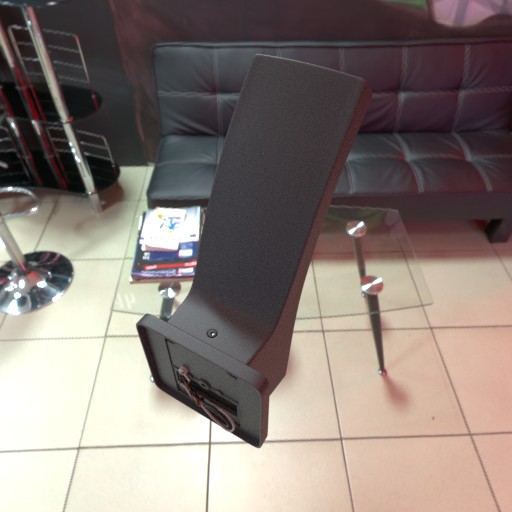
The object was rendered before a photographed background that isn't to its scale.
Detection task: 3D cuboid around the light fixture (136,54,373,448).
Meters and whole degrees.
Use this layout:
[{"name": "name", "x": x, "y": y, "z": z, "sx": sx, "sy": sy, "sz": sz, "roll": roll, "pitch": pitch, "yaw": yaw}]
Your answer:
[{"name": "light fixture", "x": 0.000, "y": 0.000, "z": 0.335, "sx": 0.108, "sy": 0.243, "sz": 0.174, "roll": 23, "pitch": 50, "yaw": 21}]
